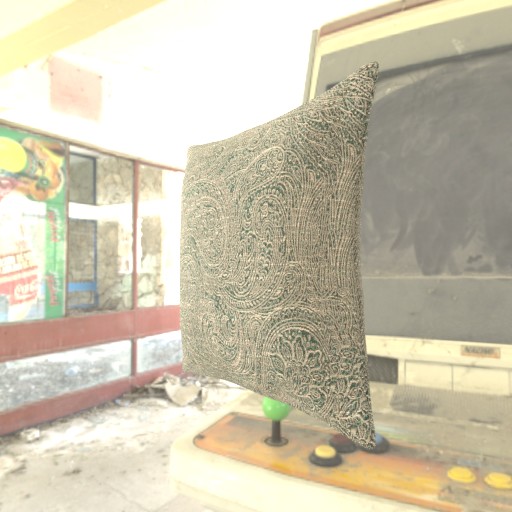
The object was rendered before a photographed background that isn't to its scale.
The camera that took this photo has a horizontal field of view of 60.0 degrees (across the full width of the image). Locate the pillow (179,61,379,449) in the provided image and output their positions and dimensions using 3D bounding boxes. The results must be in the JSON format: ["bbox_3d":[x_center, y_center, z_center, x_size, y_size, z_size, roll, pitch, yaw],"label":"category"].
[{"bbox_3d":[0.000,0.000,0.787,0.166,0.507,0.526,1,-2,-36],"label":"pillow"}]
